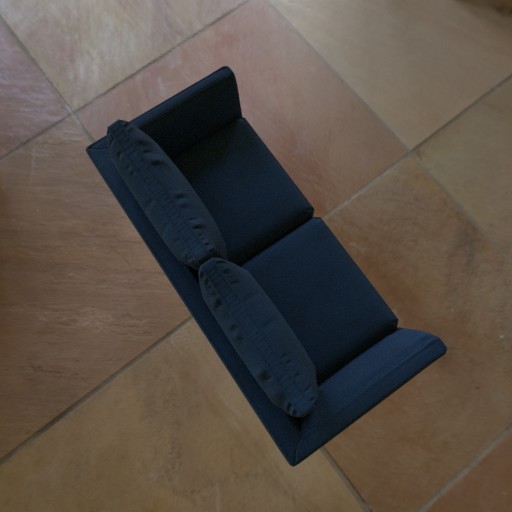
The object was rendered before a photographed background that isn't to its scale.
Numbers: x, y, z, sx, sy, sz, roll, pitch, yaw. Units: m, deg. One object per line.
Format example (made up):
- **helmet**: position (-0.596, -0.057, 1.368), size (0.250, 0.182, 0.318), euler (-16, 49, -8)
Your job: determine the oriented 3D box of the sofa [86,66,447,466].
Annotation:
- **sofa**: position (0.000, 0.000, 2.296), size (0.853, 1.002, 1.770), euler (-34, 78, -8)
